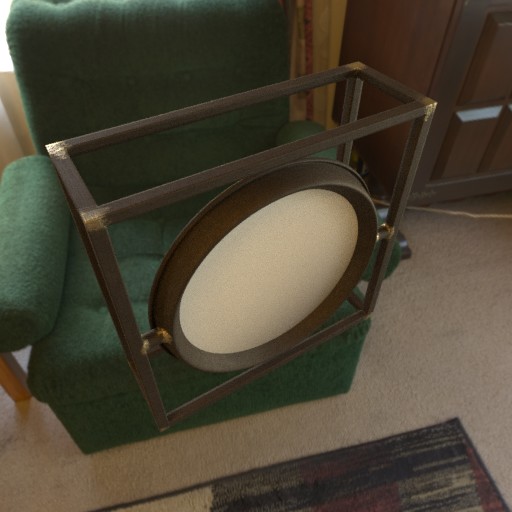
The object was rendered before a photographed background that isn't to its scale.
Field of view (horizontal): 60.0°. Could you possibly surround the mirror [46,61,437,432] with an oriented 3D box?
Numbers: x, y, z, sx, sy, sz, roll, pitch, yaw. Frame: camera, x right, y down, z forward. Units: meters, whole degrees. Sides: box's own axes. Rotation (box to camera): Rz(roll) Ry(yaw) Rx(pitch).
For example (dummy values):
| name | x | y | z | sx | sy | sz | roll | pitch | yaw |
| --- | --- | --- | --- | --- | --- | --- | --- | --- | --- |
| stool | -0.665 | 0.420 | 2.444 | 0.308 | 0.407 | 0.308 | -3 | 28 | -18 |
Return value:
| name | x | y | z | sx | sy | sz | roll | pitch | yaw |
| --- | --- | --- | --- | --- | --- | --- | --- | --- | --- |
| mirror | 0.000 | 0.000 | 0.465 | 0.306 | 0.303 | 0.107 | -23 | 50 | -21 |
